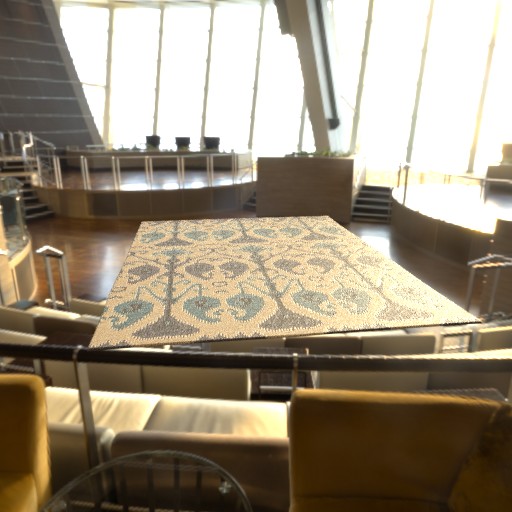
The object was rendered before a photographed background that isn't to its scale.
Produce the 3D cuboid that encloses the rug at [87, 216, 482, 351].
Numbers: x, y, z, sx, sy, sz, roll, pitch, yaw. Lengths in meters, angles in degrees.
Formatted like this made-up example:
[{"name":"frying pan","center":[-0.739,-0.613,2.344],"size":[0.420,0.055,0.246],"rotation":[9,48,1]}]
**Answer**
[{"name":"rug","center":[0.000,0.000,2.896],"size":[1.676,0.013,2.261],"rotation":[-3,17,-8]}]
